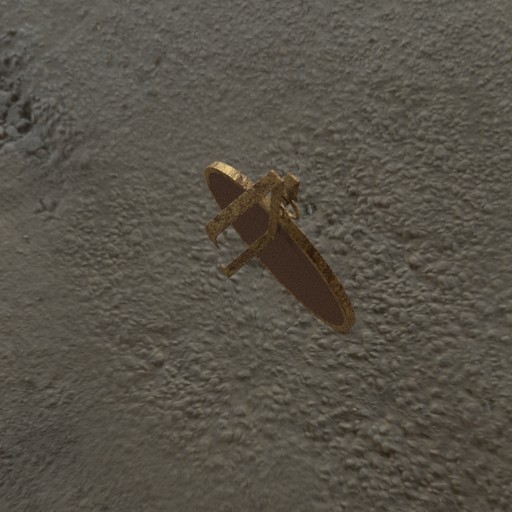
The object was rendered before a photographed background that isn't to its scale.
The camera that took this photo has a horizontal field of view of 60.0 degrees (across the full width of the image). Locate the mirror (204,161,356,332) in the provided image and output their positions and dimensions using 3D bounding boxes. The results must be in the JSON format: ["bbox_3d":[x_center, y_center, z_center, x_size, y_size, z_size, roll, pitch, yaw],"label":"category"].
[{"bbox_3d":[0.000,0.000,0.838,0.144,0.651,0.447,-41,80,-9],"label":"mirror"}]
